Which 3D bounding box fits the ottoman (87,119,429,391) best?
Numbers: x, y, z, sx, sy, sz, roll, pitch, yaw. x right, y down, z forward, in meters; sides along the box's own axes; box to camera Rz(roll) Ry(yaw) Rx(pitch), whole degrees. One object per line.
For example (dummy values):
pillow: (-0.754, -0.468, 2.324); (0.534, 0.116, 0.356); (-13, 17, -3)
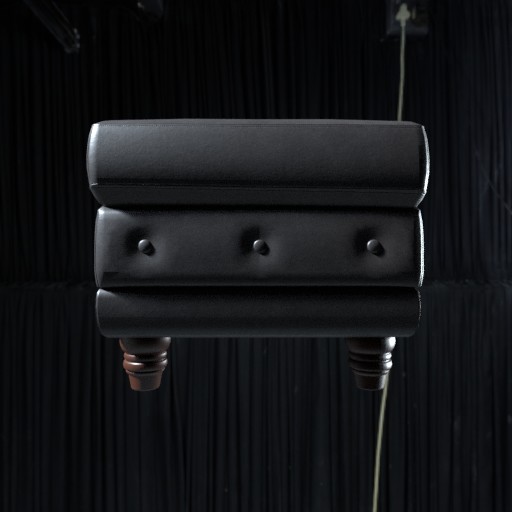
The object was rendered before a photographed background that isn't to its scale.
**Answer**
ottoman: (0.000, 0.000, 1.134); (0.590, 0.498, 0.795); (0, 0, 0)
